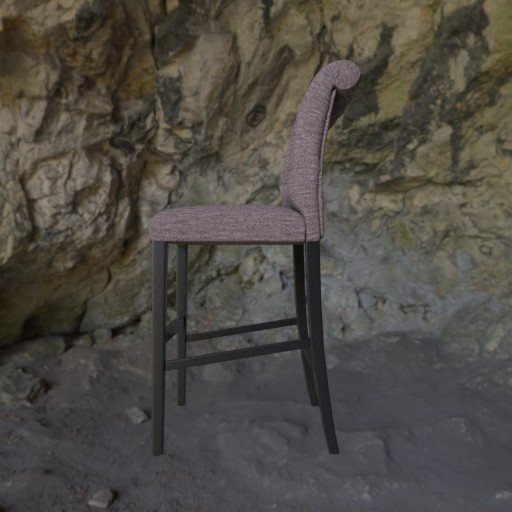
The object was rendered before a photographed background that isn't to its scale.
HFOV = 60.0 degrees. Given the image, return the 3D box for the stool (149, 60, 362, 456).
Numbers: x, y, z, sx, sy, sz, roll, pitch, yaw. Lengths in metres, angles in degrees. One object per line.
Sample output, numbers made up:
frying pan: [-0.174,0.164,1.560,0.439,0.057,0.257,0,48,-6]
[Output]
stool: [0.000,0.000,1.468,0.613,1.131,0.452,0,0,0]
